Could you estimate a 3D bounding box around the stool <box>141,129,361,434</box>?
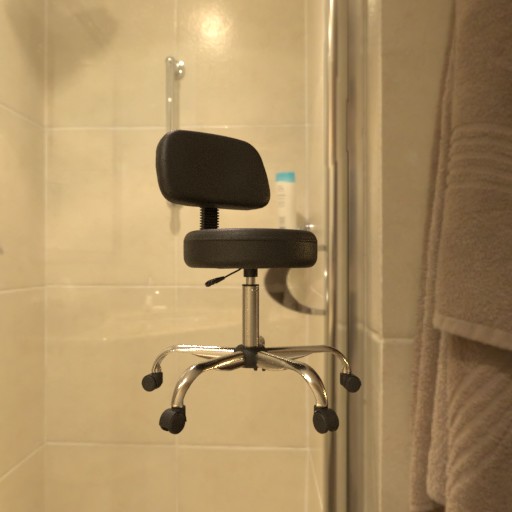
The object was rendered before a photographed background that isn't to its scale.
[{"bbox_3d":[0.000,0.000,1.325,0.673,0.862,0.648,0,-1,-35],"label":"stool"}]
